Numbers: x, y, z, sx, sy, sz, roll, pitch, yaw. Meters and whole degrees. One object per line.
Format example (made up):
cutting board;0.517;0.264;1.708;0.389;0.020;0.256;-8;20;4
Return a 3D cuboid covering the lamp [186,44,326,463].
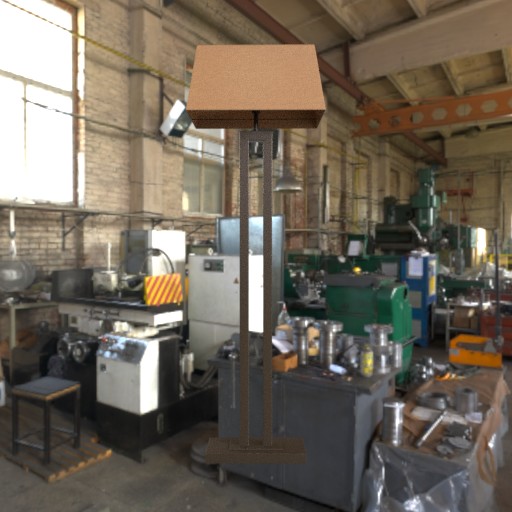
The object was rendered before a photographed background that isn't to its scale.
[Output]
lamp;0.000;0.000;1.627;0.475;1.469;0.233;0;1;1
